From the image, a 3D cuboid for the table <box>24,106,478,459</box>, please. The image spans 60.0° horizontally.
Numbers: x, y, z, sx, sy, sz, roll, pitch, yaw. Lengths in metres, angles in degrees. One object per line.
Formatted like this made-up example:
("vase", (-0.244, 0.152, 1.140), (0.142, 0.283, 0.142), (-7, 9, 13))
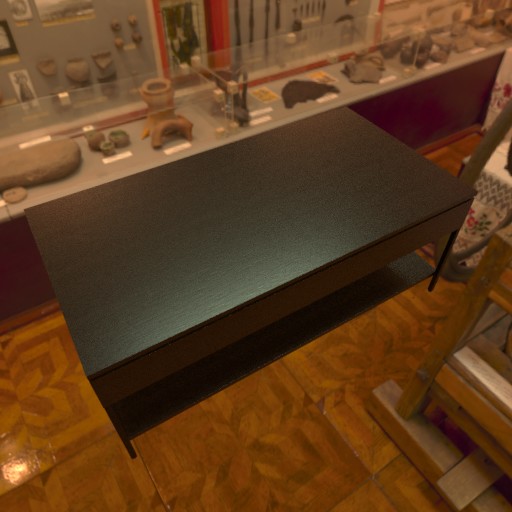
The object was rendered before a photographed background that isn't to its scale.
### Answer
("table", (0.000, 0.000, 1.358), (1.095, 0.435, 0.574), (-23, 50, -21))
